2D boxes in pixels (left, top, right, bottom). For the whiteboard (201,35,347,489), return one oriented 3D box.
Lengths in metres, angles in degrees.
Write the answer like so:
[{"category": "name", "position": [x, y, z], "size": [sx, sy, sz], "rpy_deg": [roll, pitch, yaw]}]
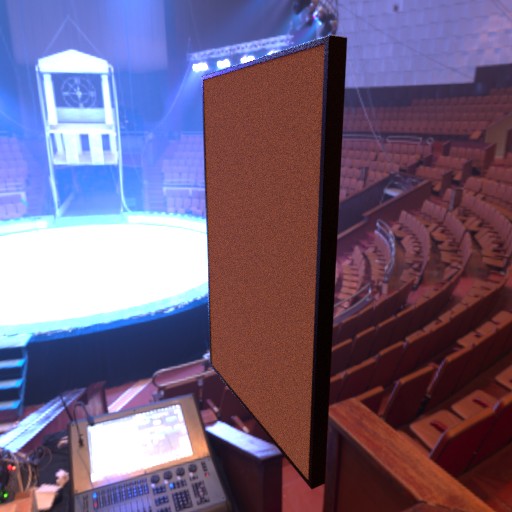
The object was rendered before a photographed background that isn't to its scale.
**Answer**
[{"category": "whiteboard", "position": [0.000, 0.000, 0.750], "size": [0.026, 0.611, 0.406], "rpy_deg": [-8, 17, -26]}]
